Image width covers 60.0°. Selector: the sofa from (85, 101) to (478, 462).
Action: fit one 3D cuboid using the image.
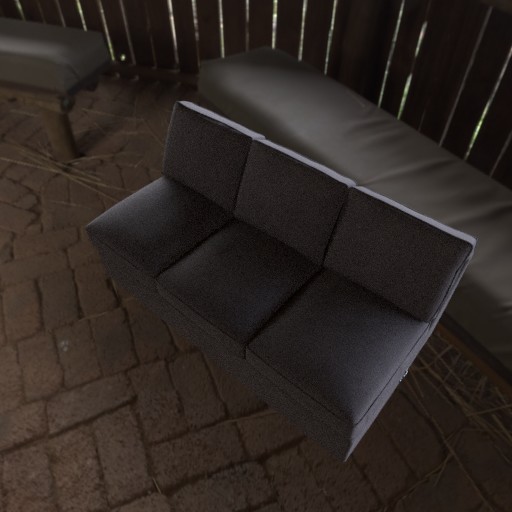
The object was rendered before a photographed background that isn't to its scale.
[{"bbox_3d":[0.000,0.000,2.535,1.962,0.973,1.027,32,54,26],"label":"sofa"}]
